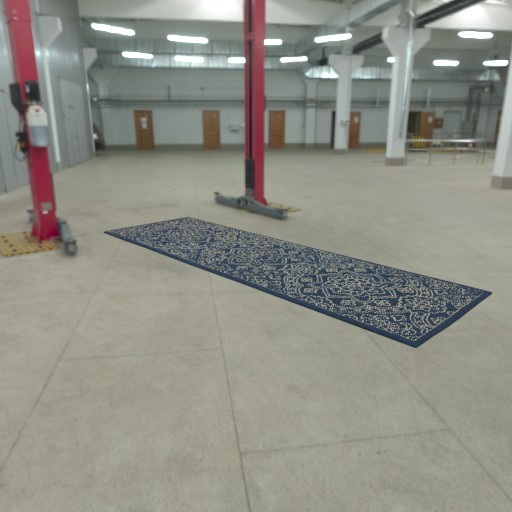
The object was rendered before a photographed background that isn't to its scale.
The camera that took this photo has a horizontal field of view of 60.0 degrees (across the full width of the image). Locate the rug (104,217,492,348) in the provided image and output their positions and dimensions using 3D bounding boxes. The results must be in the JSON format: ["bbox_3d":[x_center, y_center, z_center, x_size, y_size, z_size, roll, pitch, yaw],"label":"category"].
[{"bbox_3d":[0.000,0.000,2.683,0.769,0.012,2.448,-16,23,-42],"label":"rug"}]
